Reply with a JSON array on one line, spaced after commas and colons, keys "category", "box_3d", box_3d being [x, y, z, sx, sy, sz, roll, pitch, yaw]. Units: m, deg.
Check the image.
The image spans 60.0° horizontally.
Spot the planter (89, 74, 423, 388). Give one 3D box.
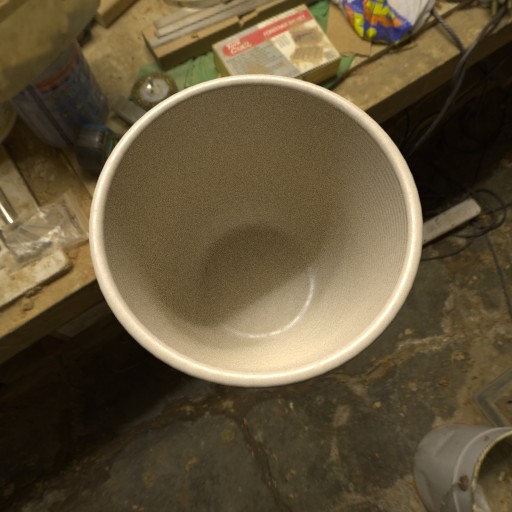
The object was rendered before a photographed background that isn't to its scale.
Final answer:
[{"category": "planter", "box_3d": [0.000, 0.000, 0.297, 0.170, 0.153, 0.170, 0, 74, 0]}]
